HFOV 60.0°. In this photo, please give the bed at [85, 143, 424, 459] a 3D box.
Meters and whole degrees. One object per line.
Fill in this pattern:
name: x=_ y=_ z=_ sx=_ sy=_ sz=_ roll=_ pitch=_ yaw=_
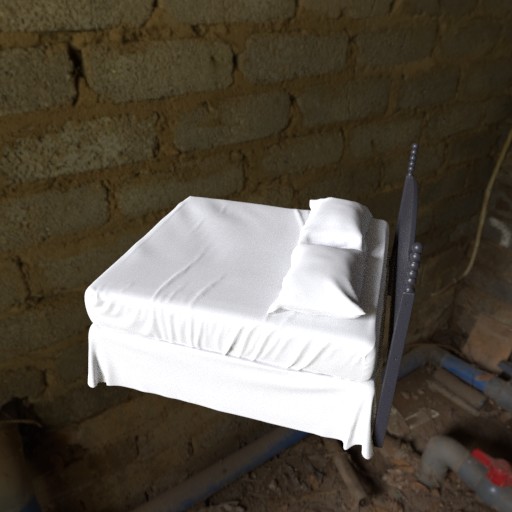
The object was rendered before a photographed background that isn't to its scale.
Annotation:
bed: x=0.000 y=0.000 z=3.179 sx=2.040 sy=1.356 sz=1.873 roll=9 pitch=31 yaw=14
